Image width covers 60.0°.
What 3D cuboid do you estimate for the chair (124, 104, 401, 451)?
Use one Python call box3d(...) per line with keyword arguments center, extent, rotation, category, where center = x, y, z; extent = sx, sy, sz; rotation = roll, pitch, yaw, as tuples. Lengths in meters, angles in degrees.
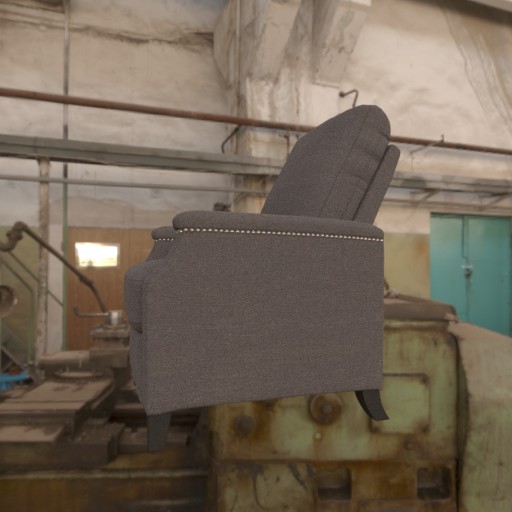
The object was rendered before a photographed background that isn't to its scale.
box3d(center=(0.000, 0.000, 1.635), extent=(0.922, 1.049, 0.710), rotation=(0, -1, -19), category="chair")
